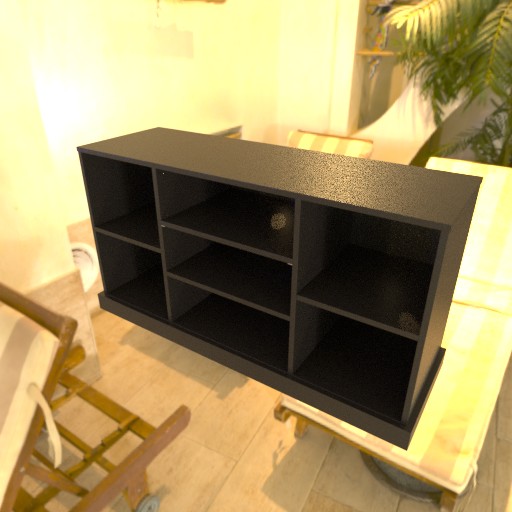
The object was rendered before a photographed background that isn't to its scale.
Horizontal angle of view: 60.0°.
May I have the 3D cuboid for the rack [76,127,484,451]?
[{"bbox_3d":[0.000,0.000,1.455,1.206,0.635,0.399,17,32,29],"label":"rack"}]
